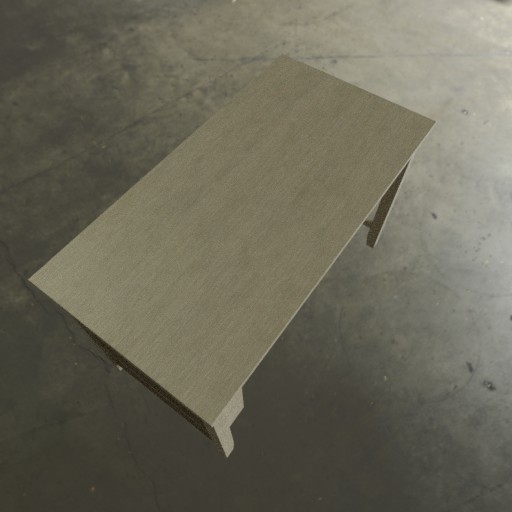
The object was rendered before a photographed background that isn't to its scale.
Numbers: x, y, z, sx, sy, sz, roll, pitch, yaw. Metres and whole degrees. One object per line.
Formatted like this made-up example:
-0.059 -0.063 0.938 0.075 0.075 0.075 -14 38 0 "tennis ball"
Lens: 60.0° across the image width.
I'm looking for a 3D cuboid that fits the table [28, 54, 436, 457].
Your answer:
0.000 0.000 1.926 0.729 0.874 1.397 32 64 18 "table"
